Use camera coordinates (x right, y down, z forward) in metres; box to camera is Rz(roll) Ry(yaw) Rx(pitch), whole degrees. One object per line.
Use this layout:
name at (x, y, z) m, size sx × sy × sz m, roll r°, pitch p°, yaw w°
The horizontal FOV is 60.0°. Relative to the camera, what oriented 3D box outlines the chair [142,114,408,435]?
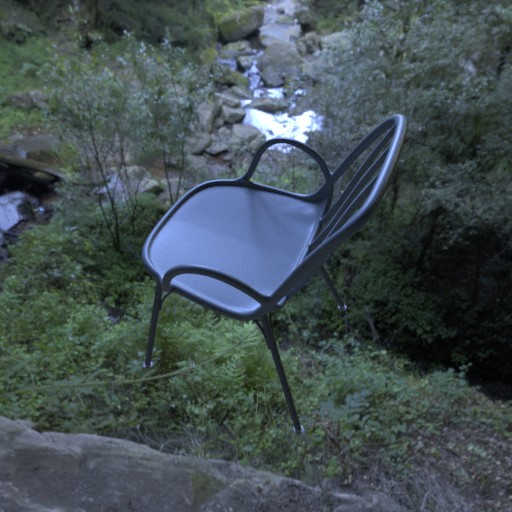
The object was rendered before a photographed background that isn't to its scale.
chair at (0.000, 0.000, 1.216) m, size 0.597 × 0.816 × 0.549 m, roll 17°, pitch 49°, yaw 15°
